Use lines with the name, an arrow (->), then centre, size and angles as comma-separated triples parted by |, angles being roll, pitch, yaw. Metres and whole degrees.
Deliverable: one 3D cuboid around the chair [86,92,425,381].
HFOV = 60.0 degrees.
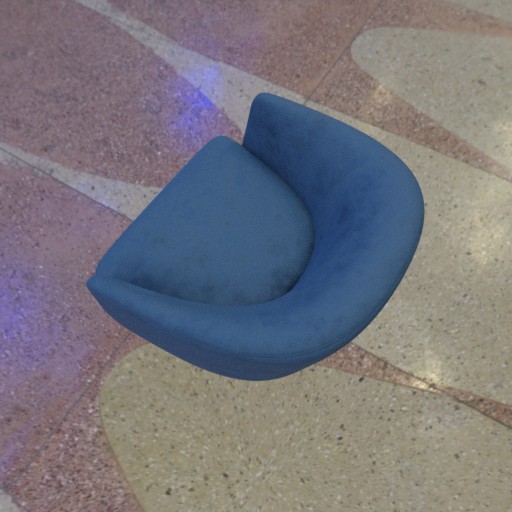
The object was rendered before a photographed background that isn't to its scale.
chair -> 0.000, 0.000, 1.338 | 0.767, 0.698, 0.773 | 31, 67, 15
